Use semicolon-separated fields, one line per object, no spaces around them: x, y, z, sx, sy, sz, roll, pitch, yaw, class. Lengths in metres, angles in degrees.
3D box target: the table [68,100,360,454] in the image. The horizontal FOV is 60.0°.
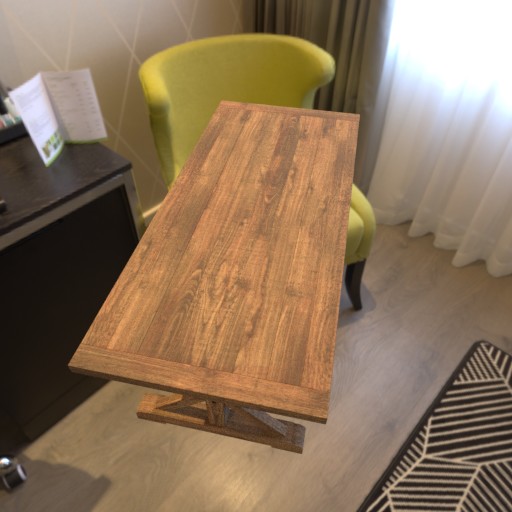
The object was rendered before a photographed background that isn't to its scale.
0.000;0.000;2.438;0.907;0.733;2.031;9;46;9;table
